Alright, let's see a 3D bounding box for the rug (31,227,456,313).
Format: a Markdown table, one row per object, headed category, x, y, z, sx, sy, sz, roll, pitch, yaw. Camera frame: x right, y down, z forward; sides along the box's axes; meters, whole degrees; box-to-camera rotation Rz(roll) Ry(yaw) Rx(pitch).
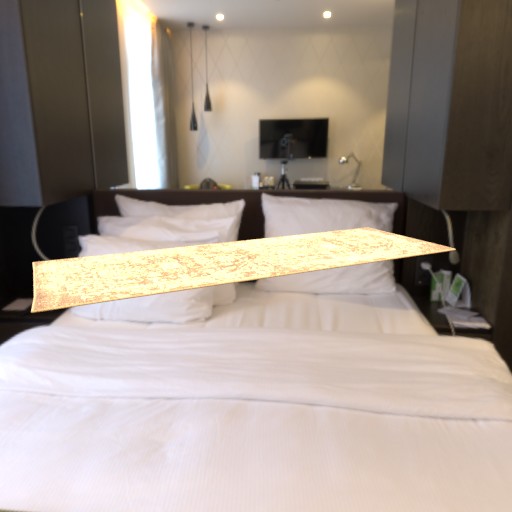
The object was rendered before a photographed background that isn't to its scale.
| category | x | y | z | sx | sy | sz | roll | pitch | yaw |
| --- | --- | --- | --- | --- | --- | --- | --- | --- | --- |
| rug | 0.000 | 0.000 | 2.686 | 2.452 | 0.017 | 0.855 | -7 | 16 | -26 |
